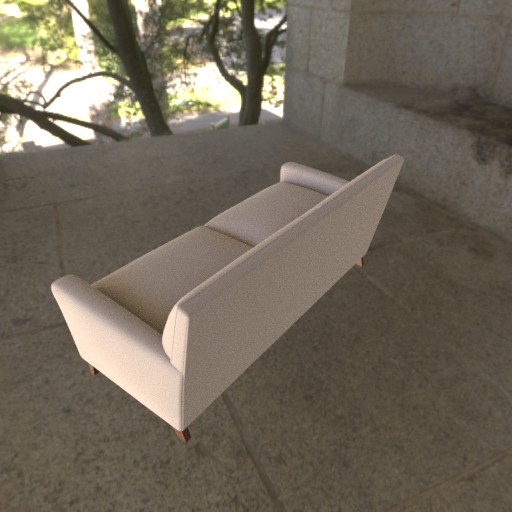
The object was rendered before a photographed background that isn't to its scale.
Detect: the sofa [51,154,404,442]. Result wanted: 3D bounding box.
[{"bbox_3d":[0.000,0.000,2.542,0.875,0.846,2.000,22,38,31],"label":"sofa"}]
